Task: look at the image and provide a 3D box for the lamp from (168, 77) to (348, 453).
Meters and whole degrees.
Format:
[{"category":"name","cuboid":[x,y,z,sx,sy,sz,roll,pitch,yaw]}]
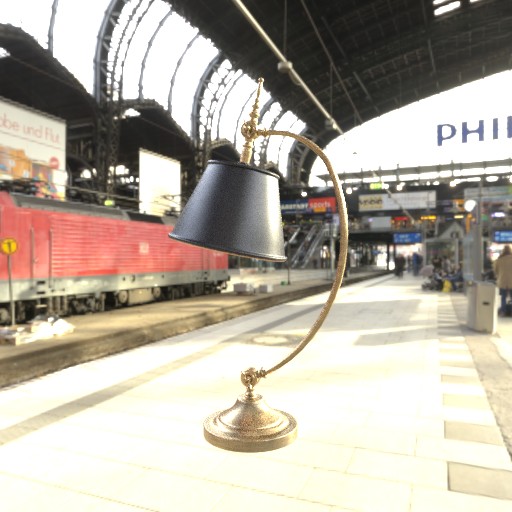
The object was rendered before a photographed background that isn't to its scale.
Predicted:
[{"category":"lamp","cuboid":[0.000,0.000,0.841,0.344,0.675,0.235,0,0,20]}]
